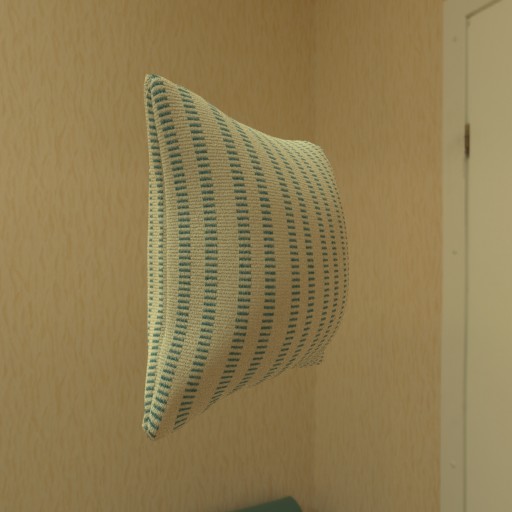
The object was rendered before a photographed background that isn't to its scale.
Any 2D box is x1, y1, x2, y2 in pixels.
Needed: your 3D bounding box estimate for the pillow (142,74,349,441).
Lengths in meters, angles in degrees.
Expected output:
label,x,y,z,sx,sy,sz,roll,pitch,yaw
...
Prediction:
label,x,y,z,sx,sy,sz,roll,pitch,yaw
pillow,0.000,0.000,0.678,0.247,0.419,0.438,0,1,35
